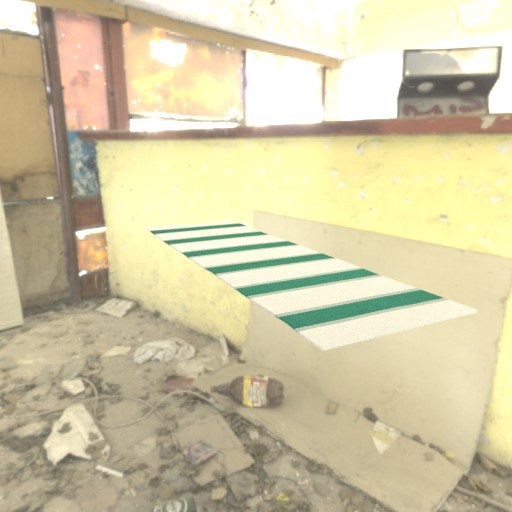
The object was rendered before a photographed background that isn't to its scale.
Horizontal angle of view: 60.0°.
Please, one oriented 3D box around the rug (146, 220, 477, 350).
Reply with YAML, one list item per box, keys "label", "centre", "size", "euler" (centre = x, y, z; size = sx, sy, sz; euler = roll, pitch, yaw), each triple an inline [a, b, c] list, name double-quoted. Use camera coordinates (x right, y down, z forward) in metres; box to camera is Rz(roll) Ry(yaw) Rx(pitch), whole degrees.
- label: "rug"
  centre: [0.000, 0.000, 2.672]
  size: [0.768, 0.012, 2.438]
  euler: [-7, 16, -26]
